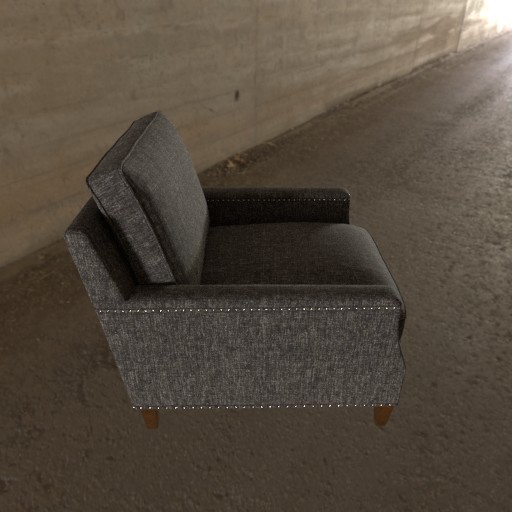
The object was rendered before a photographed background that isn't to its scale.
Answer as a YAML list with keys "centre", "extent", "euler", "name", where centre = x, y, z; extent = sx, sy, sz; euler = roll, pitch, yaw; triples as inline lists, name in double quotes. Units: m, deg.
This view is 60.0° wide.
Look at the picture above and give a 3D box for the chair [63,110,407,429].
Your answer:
- centre: [0.000, 0.000, 1.674]
  extent: [1.014, 0.943, 0.853]
  euler: [0, 31, -1]
  name: "chair"
